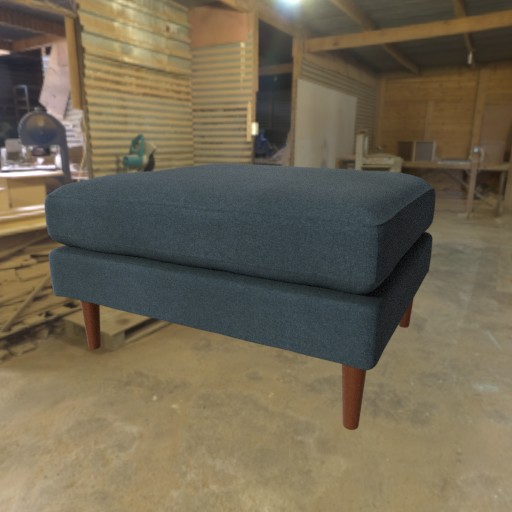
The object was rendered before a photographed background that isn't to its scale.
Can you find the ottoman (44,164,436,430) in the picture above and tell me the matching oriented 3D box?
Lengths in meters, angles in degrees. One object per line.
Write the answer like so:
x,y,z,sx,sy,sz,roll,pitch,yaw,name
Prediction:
0.000,0.000,1.208,0.821,0.474,0.693,8,17,27,ottoman
